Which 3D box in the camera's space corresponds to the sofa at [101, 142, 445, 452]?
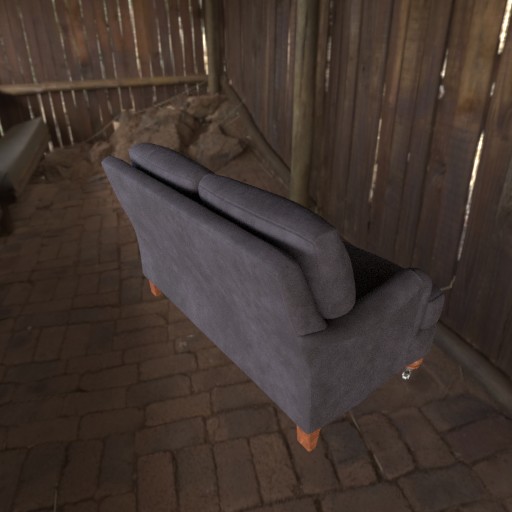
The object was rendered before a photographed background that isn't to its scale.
[{"bbox_3d":[0.000,0.000,2.568,1.084,1.101,1.853,-18,32,-32],"label":"sofa"}]
